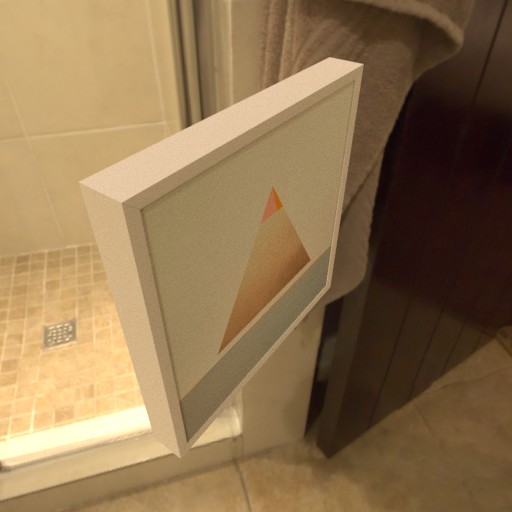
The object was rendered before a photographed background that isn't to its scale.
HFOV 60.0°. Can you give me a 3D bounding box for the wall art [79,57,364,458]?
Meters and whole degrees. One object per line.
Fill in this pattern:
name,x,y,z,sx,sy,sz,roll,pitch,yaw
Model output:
wall art,0.000,0.000,0.448,0.038,0.304,0.305,25,46,27
